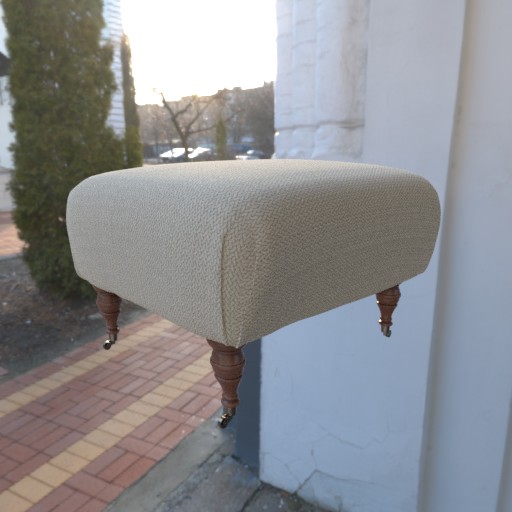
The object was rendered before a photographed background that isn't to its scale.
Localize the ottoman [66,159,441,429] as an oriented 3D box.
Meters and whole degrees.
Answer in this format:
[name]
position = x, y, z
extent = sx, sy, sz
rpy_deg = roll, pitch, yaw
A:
[ottoman]
position = 0.000, 0.000, 1.051
extent = 0.684, 0.447, 0.622
rpy_deg = -13, 18, -43
